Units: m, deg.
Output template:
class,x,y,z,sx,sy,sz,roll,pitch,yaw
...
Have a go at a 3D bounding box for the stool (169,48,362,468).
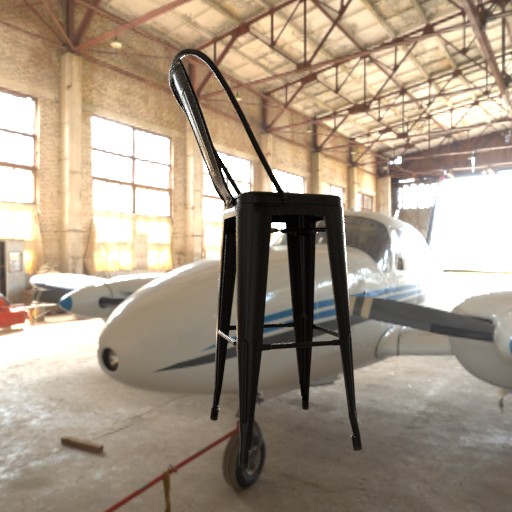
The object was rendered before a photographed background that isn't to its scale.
class,x,y,z,sx,sy,sz,roll,pitch,yaw
stool,0.000,0.000,1.342,0.513,1.096,0.399,0,0,-18
